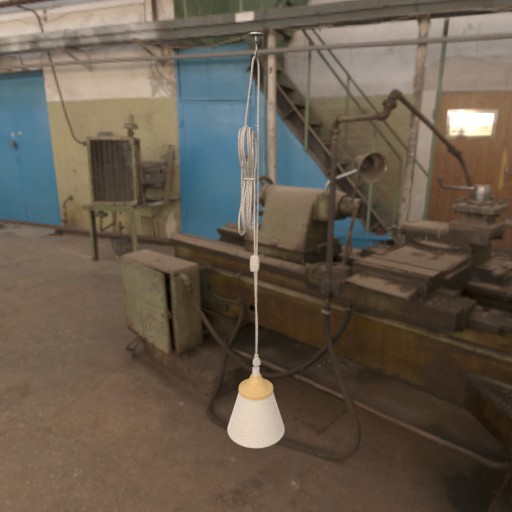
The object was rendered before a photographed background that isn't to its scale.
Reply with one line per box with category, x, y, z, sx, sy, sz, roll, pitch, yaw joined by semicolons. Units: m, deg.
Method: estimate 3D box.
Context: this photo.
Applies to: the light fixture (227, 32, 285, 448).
light fixture;0.000;0.000;1.059;0.153;0.966;0.153;8;18;25
